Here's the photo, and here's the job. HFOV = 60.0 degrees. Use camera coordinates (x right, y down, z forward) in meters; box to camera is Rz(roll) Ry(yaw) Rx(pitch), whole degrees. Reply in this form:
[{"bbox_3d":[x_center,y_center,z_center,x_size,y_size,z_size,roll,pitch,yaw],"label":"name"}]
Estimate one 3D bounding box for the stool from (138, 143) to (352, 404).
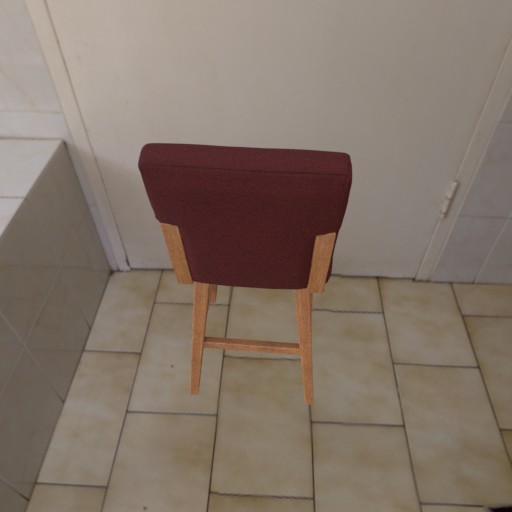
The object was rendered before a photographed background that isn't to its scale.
[{"bbox_3d":[0.000,0.000,1.387,0.468,1.093,0.562,4,47,3],"label":"stool"}]
